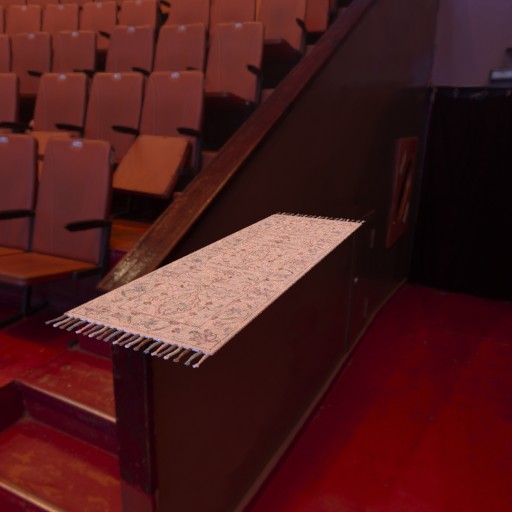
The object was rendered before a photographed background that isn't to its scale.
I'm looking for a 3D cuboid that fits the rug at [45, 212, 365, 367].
[{"bbox_3d":[0.000,0.000,2.733,0.769,0.013,2.440,9,20,25],"label":"rug"}]
